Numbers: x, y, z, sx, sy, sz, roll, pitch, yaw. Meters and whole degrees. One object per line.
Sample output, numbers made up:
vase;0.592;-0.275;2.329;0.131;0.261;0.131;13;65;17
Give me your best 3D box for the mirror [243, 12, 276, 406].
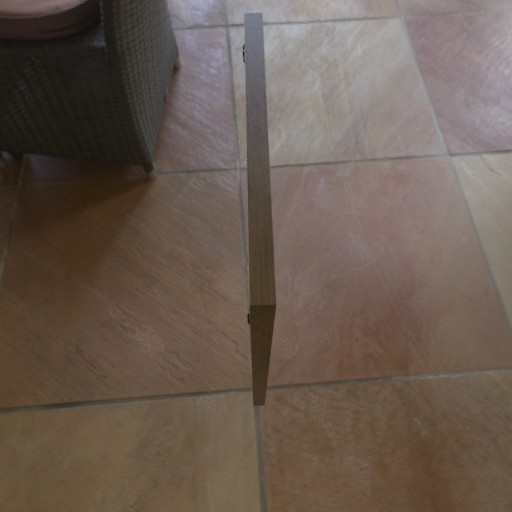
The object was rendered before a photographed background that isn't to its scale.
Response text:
mirror;0.000;0.000;1.141;0.041;0.915;0.609;-1;63;-1
